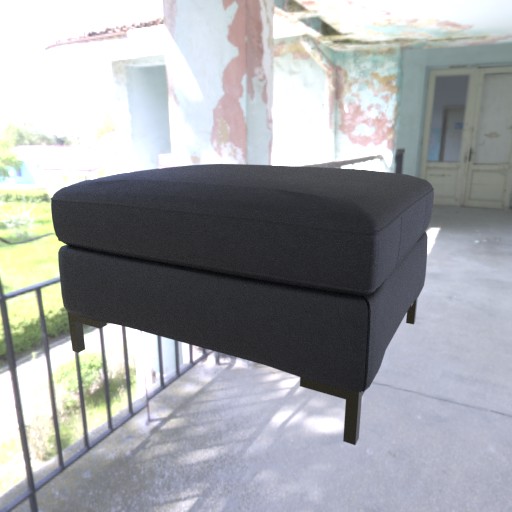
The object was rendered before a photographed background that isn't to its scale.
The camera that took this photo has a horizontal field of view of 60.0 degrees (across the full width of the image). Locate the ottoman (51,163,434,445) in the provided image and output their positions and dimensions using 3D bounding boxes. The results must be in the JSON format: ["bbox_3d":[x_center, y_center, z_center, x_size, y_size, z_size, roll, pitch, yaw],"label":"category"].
[{"bbox_3d":[0.000,0.000,1.779,1.187,0.696,0.967,8,18,27],"label":"ottoman"}]
